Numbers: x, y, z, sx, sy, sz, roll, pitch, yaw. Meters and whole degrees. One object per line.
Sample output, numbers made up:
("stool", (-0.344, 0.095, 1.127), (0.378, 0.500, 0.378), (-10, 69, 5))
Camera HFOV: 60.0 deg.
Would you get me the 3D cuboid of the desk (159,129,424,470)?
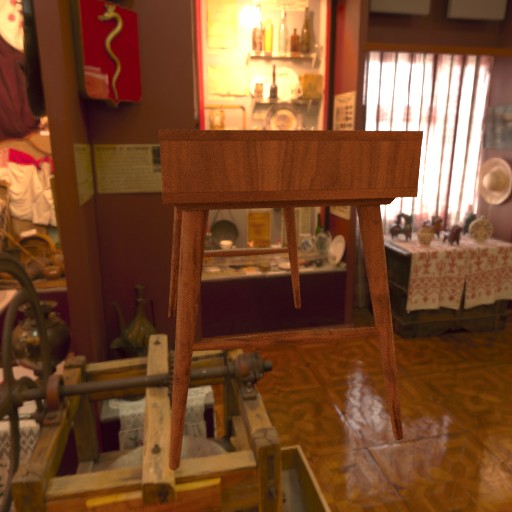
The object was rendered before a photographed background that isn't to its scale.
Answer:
("desk", (0.000, 0.000, 1.424), (0.588, 0.758, 0.949), (-3, 15, -10))
